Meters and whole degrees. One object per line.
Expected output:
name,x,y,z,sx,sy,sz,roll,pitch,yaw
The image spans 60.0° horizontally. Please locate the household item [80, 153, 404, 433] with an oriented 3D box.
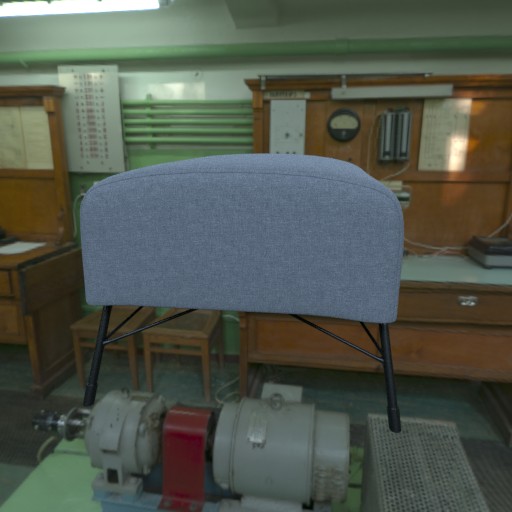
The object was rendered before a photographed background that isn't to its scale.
household item,0.000,0.000,0.922,0.530,0.410,0.530,2,15,8
